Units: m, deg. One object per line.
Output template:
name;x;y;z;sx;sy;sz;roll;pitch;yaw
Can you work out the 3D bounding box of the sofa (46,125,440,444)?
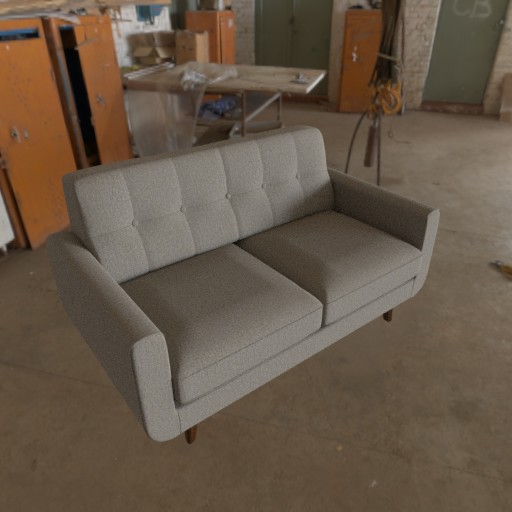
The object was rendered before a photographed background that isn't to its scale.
sofa;0.000;0.000;2.154;1.651;0.925;0.952;-21;36;-32
